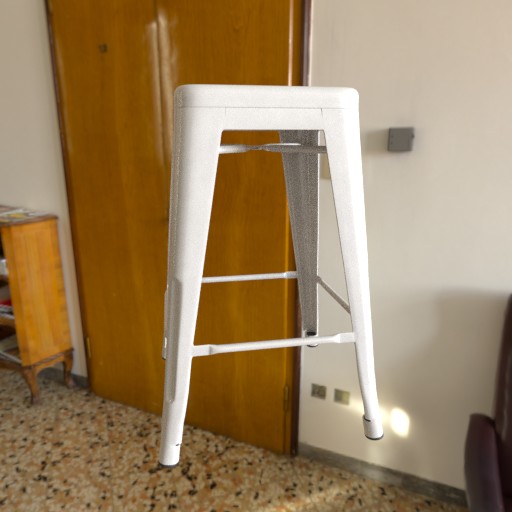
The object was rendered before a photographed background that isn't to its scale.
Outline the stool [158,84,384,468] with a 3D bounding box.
[{"bbox_3d":[0.000,0.000,0.881,0.406,0.610,0.406,-3,16,-10],"label":"stool"}]
